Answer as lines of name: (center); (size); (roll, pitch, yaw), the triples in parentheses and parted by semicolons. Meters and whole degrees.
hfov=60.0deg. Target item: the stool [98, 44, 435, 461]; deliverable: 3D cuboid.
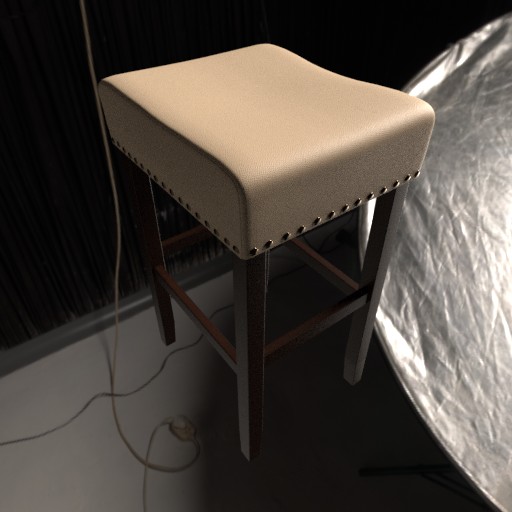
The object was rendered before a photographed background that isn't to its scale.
stool: (0.000, 0.000, 1.008); (0.401, 0.762, 0.471); (-26, 47, -27)
